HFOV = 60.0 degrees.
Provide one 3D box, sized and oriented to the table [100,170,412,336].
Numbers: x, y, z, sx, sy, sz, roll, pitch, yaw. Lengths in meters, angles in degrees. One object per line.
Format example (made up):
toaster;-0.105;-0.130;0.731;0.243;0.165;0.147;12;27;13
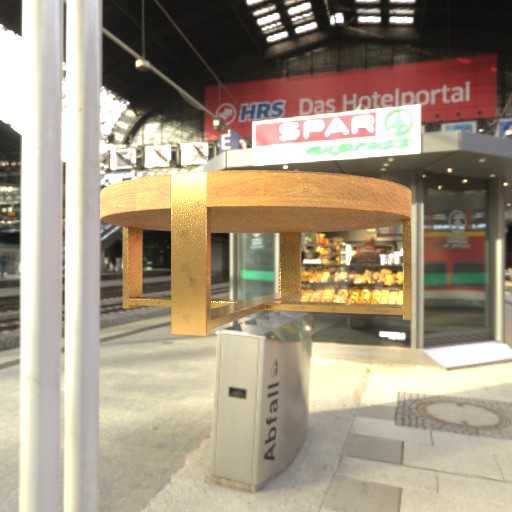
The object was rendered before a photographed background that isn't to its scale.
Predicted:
table;0.000;0.000;1.663;1.100;0.420;1.100;0;-1;0
